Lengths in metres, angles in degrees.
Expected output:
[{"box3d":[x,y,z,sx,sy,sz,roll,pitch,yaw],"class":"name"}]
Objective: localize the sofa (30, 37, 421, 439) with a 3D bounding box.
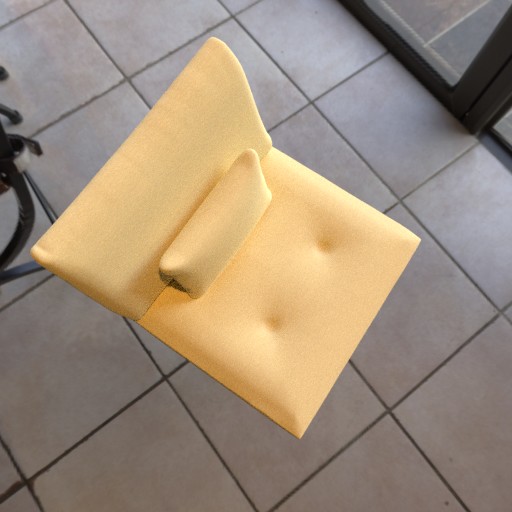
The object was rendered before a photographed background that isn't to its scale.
[{"box3d":[0.000,0.000,1.654,1.000,0.820,0.930,33,78,8],"class":"sofa"}]
